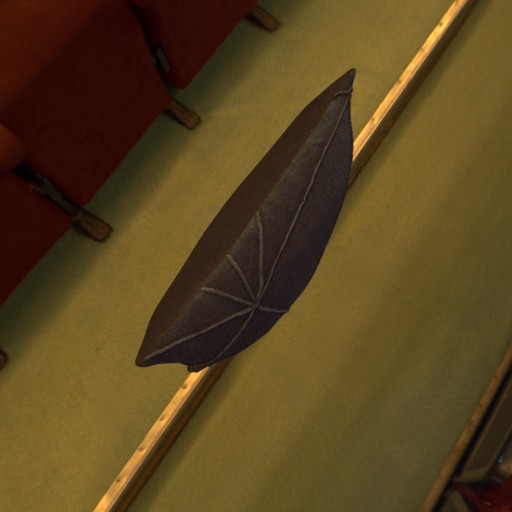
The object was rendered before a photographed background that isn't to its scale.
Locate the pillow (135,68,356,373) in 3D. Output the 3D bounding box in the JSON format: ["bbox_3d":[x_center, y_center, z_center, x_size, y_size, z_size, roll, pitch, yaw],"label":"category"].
[{"bbox_3d":[0.000,0.000,0.698,0.183,0.440,0.439,33,78,8],"label":"pillow"}]
